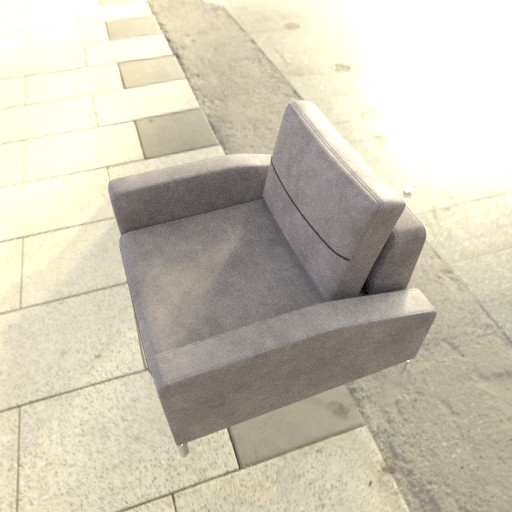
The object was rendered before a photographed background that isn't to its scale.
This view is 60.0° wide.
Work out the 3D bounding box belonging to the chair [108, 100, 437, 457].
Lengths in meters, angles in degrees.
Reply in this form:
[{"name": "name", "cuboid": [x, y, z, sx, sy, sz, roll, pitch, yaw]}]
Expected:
[{"name": "chair", "cuboid": [0.000, 0.000, 1.572, 0.900, 0.800, 0.900, -16, 49, -14]}]
